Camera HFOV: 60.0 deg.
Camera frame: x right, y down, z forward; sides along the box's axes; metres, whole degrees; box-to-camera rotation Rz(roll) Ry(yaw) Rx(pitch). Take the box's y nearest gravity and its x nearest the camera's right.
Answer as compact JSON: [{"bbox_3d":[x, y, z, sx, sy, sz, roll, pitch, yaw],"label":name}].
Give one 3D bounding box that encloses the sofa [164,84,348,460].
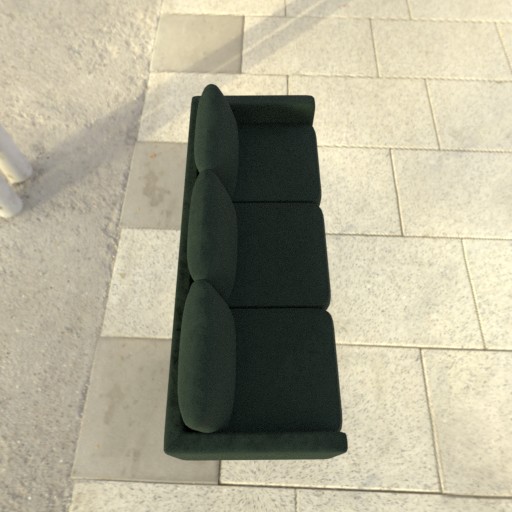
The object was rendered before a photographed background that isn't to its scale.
[{"bbox_3d":[0.000,0.000,2.680,0.859,0.870,2.218,0,63,0],"label":"sofa"}]
